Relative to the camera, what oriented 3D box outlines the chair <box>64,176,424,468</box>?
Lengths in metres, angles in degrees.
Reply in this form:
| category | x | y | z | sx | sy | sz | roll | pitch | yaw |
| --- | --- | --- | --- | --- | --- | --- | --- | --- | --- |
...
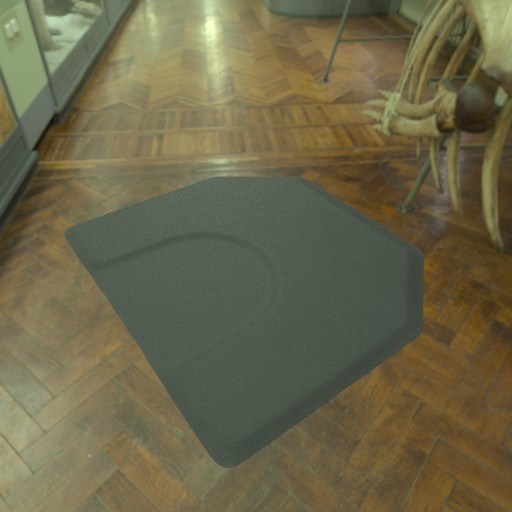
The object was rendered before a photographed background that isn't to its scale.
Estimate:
| category | x | y | z | sx | sy | sz | roll | pitch | yaw |
| --- | --- | --- | --- | --- | --- | --- | --- | --- | --- |
| chair | 0.000 | 0.000 | 1.879 | 1.219 | 0.024 | 1.372 | -25 | 46 | -27 |
